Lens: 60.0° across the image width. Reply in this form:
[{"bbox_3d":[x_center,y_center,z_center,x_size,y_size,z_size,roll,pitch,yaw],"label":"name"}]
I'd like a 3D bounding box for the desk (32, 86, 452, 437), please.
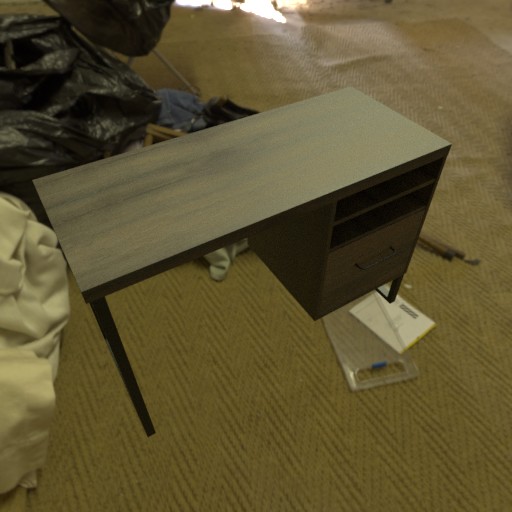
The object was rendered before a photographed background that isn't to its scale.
[{"bbox_3d":[0.000,0.000,1.542,1.134,0.752,0.511,-23,50,-22],"label":"desk"}]
